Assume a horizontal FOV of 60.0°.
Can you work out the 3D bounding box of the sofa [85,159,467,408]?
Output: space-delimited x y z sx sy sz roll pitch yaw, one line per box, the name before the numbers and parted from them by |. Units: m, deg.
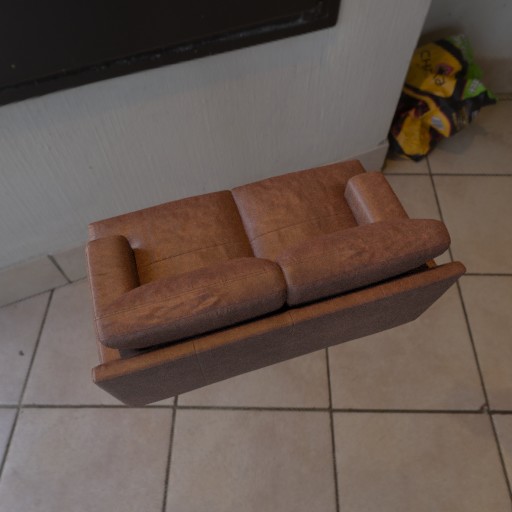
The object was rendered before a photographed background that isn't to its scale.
sofa | 0.000 0.000 2.524 1.880 0.939 1.143 -15 59 -9
